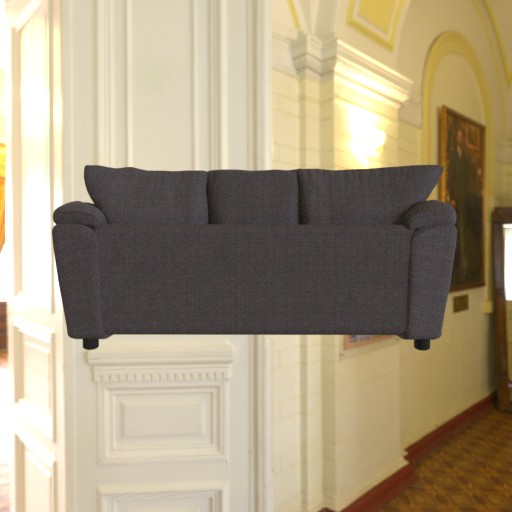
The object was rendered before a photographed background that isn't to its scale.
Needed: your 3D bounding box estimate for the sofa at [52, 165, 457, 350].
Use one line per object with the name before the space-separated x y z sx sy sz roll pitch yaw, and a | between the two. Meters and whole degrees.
sofa | 0.000 0.000 2.857 2.336 1.080 0.883 0 0 0
